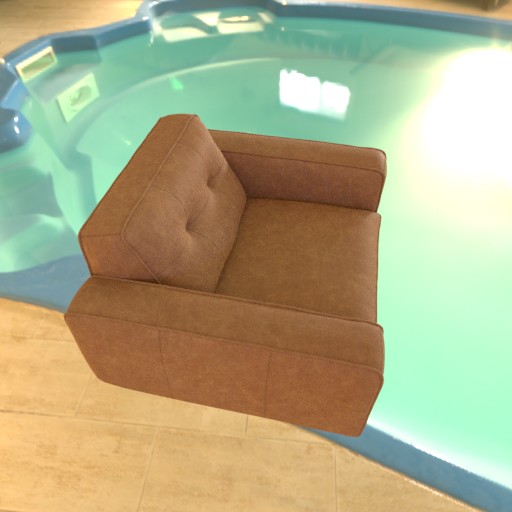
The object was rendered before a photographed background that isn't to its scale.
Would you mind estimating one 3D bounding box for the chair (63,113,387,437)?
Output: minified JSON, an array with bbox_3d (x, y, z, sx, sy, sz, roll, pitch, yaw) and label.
[{"bbox_3d":[0.000,0.000,1.716,0.952,0.782,1.118,9,47,8],"label":"chair"}]
